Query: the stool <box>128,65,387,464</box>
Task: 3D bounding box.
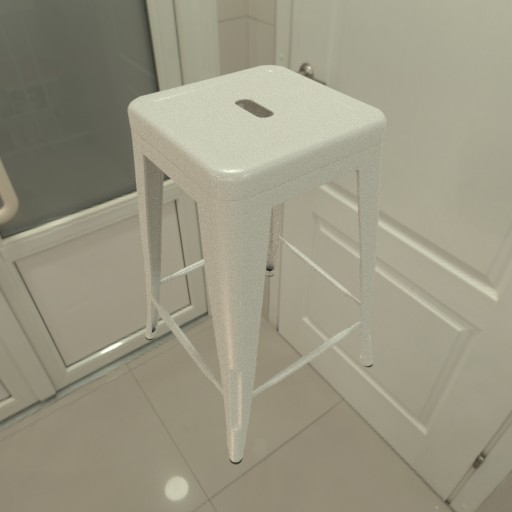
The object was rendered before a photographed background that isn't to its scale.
[{"bbox_3d":[0.000,0.000,0.883,0.406,0.610,0.406,-26,48,-26],"label":"stool"}]
